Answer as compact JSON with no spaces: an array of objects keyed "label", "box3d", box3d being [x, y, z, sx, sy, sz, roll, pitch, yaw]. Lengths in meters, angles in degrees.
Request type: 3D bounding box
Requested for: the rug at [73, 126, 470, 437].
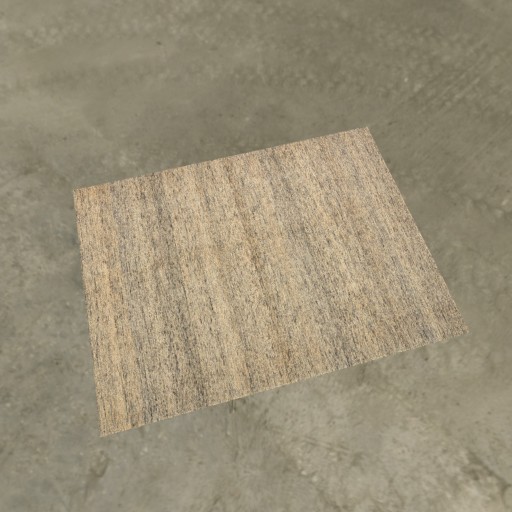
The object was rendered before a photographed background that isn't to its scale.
[{"label":"rug","box3d":[0.000,0.000,4.182,3.199,0.036,2.414,-14,65,-7]}]
